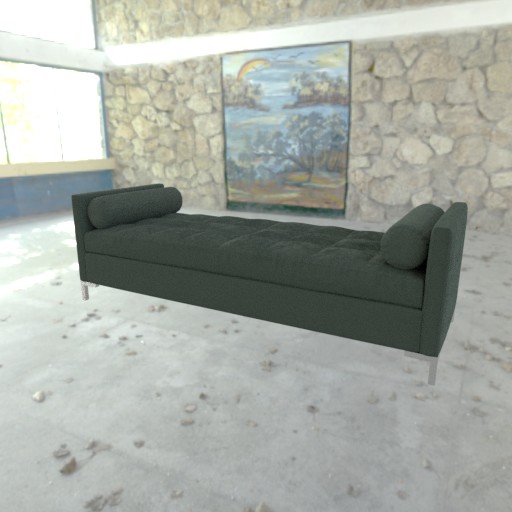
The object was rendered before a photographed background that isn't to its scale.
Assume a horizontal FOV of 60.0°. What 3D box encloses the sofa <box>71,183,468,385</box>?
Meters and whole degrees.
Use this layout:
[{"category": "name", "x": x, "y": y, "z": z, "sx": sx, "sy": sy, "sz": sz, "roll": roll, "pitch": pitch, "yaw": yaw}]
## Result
[{"category": "sofa", "x": 0.000, "y": 0.000, "z": 2.525, "sx": 2.102, "sy": 0.657, "sz": 0.797, "roll": 8, "pitch": 17, "yaw": 28}]
